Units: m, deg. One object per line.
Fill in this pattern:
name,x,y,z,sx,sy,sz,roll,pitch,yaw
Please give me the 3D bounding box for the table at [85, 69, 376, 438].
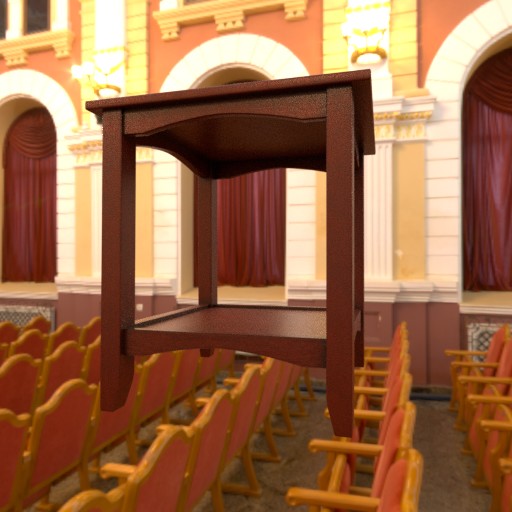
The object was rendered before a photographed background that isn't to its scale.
table,0.000,0.000,0.971,0.522,0.558,0.523,0,0,18
